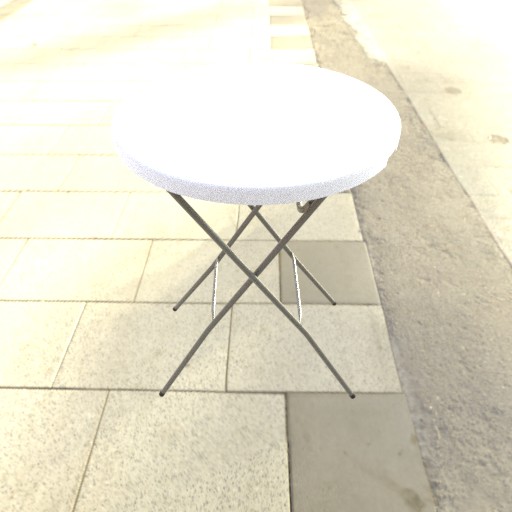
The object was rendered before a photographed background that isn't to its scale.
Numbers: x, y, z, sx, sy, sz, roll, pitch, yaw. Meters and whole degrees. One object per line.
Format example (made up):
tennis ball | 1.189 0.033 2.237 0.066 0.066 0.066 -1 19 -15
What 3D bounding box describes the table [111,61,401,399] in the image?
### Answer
table | 0.000 0.000 1.610 0.795 1.105 0.792 -1 42 -1
